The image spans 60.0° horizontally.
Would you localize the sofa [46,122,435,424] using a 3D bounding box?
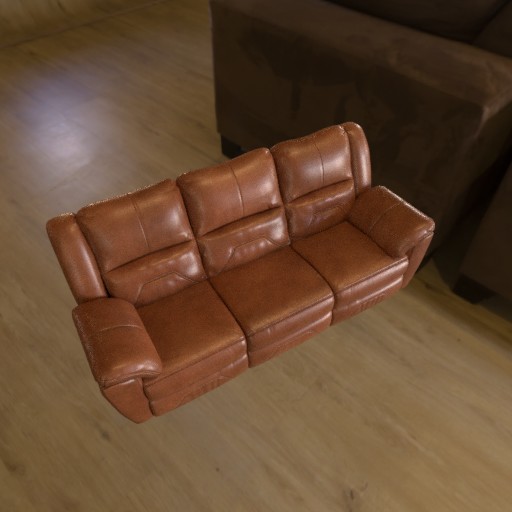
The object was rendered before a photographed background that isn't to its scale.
[{"bbox_3d":[0.000,0.000,2.914,2.337,1.043,0.991,-23,50,-20],"label":"sofa"}]
